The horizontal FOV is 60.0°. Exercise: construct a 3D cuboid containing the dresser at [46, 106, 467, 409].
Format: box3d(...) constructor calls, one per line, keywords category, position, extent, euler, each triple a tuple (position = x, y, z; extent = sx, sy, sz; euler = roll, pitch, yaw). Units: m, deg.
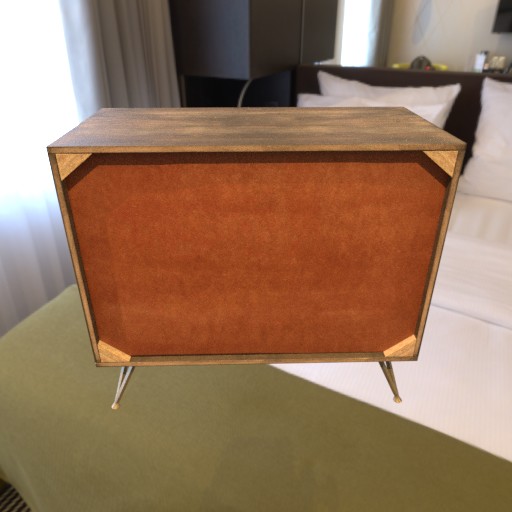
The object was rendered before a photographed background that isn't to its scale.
box3d(category="dresser", position=(0.000, 0.000, 1.361), extent=(0.923, 0.801, 0.453), euler=(-1, 29, -1))
